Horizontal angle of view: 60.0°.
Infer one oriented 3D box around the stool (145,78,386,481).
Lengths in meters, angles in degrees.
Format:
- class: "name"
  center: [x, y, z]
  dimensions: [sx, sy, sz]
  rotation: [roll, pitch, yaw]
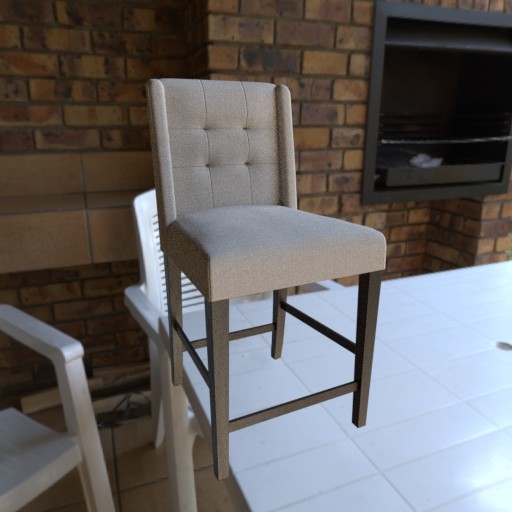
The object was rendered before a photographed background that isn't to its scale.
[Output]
- class: "stool"
  center: [0.000, 0.000, 1.223]
  dimensions: [0.474, 0.939, 0.509]
  rotation: [-8, 19, -26]
